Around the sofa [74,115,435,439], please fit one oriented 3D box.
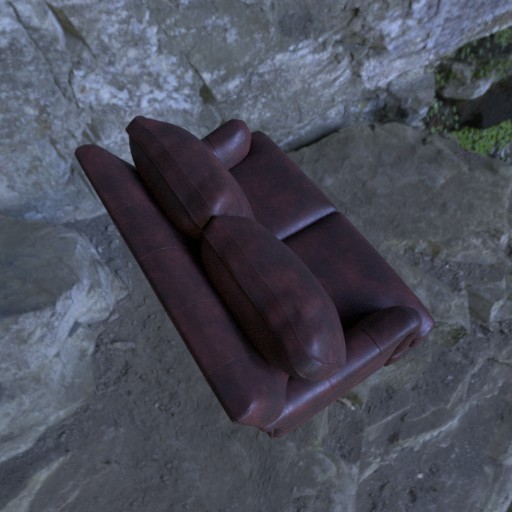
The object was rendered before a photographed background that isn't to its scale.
[{"bbox_3d":[0.000,0.000,2.345,1.148,1.070,1.628,-29,63,-17],"label":"sofa"}]
